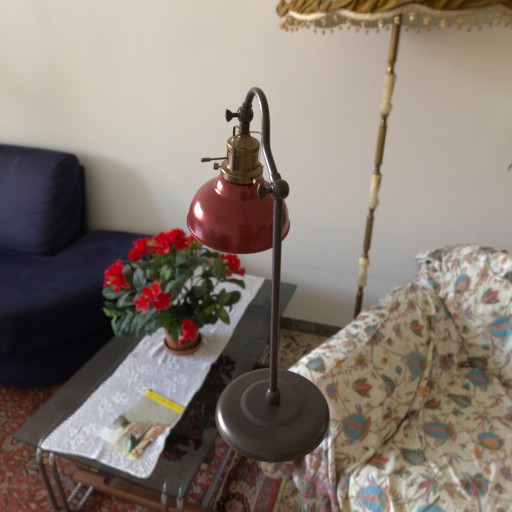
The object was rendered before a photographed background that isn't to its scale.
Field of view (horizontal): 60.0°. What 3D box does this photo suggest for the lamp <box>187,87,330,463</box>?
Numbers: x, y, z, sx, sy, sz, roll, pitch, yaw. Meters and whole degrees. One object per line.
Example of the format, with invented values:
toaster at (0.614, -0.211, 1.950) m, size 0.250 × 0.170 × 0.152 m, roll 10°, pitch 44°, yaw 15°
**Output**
lamp at (0.000, 0.000, 0.709) m, size 0.192 × 0.508 × 0.374 m, roll -8°, pitch 28°, yaw -16°
